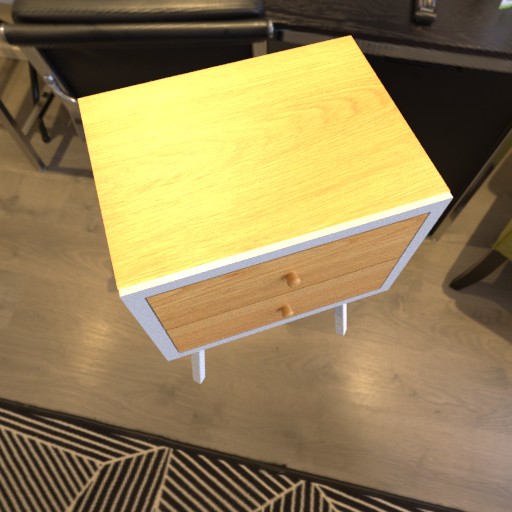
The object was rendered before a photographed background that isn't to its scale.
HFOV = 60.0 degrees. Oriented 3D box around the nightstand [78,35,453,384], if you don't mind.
[{"bbox_3d":[0.000,0.000,0.826,0.400,0.601,0.316,-17,65,-8],"label":"nightstand"}]
